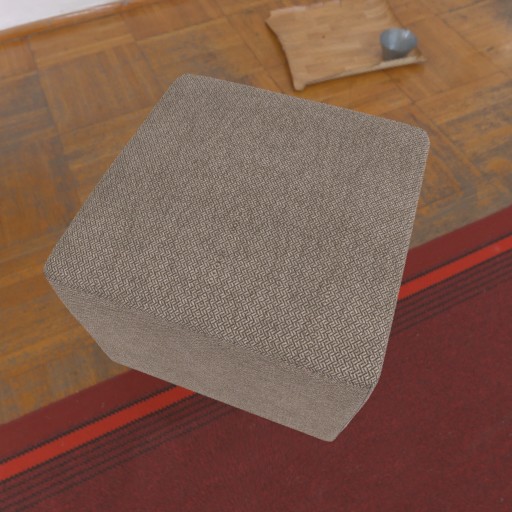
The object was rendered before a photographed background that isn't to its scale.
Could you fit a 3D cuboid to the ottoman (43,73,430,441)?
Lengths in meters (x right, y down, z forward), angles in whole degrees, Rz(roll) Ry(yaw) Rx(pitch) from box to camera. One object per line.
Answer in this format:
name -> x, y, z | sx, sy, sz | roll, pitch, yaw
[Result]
ottoman -> 0.000, 0.000, 0.893 | 0.519, 0.453, 0.512 | 17, 60, 10
